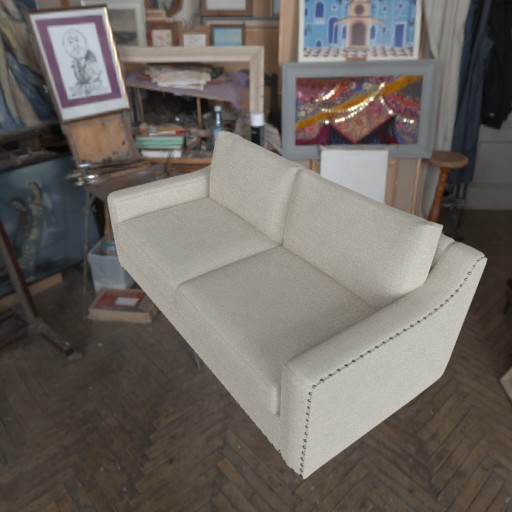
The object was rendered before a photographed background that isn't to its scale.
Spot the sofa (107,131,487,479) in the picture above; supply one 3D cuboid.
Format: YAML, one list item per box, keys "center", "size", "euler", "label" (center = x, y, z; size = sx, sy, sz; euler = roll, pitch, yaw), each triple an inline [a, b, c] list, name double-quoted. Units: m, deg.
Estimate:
- center: [0.000, 0.000, 2.644]
  size: [1.104, 0.983, 2.107]
  euler: [-21, 38, -30]
  label: "sofa"
